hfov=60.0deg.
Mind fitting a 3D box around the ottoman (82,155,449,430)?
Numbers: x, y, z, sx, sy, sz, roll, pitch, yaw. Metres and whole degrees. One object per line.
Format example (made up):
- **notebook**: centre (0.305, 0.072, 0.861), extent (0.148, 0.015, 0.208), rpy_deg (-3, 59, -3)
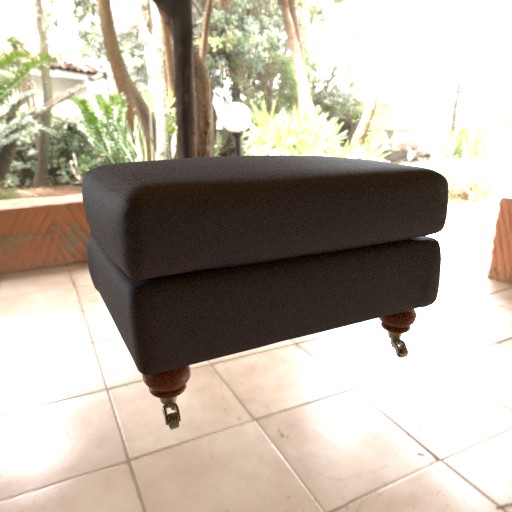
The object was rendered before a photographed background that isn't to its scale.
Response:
- **ottoman**: centre (0.000, 0.000, 1.148), extent (0.773, 0.497, 0.574), rpy_deg (-8, 18, -26)
